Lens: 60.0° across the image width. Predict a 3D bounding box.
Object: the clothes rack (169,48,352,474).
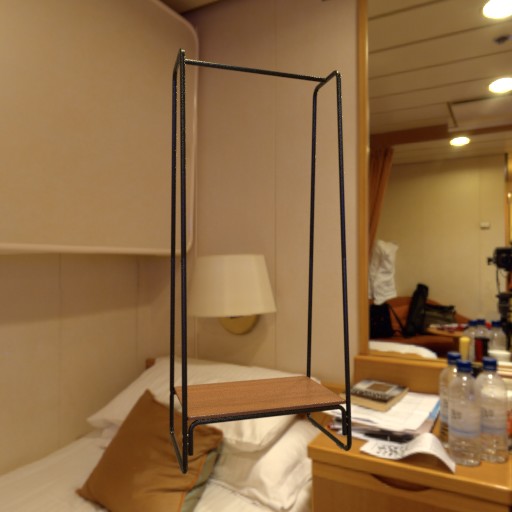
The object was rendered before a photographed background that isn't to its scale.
[{"bbox_3d":[0.000,0.000,1.769,0.640,1.500,0.400,0,-1,-17],"label":"clothes rack"}]
